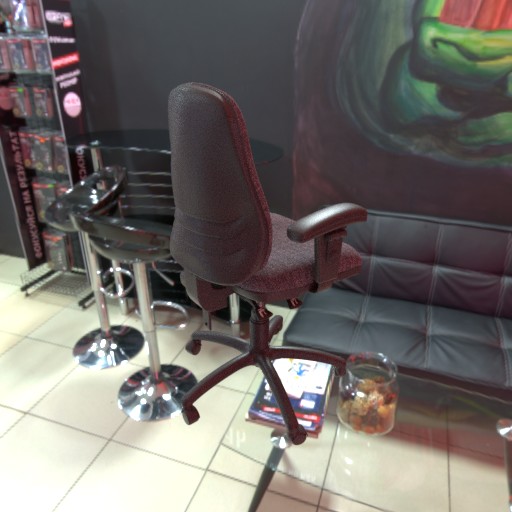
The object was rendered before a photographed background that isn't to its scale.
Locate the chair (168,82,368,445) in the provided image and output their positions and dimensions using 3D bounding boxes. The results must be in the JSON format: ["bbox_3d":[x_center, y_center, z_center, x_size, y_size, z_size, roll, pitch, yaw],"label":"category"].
[{"bbox_3d":[0.000,0.000,1.226,0.530,0.910,0.550,-19,32,-33],"label":"chair"}]
